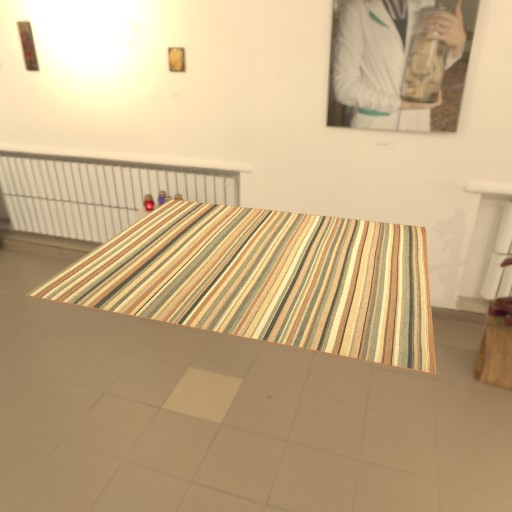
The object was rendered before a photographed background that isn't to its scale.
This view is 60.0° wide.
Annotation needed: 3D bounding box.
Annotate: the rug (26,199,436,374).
[{"bbox_3d":[0.000,0.000,4.119,3.045,0.011,2.436,8,27,16],"label":"rug"}]
